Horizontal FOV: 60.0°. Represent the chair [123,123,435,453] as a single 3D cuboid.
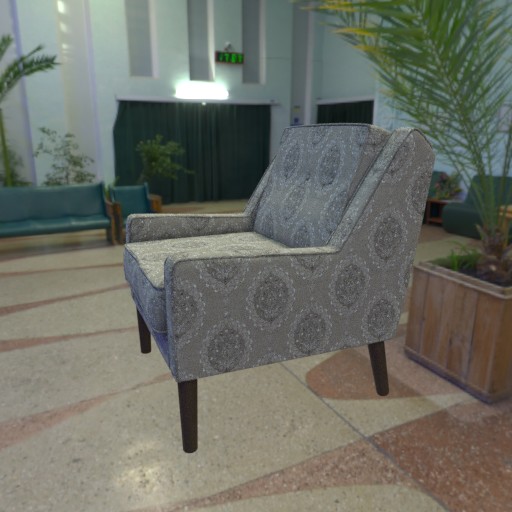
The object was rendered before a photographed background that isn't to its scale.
[{"bbox_3d":[0.000,0.000,1.385,0.750,0.797,0.665,-7,16,-23],"label":"chair"}]
